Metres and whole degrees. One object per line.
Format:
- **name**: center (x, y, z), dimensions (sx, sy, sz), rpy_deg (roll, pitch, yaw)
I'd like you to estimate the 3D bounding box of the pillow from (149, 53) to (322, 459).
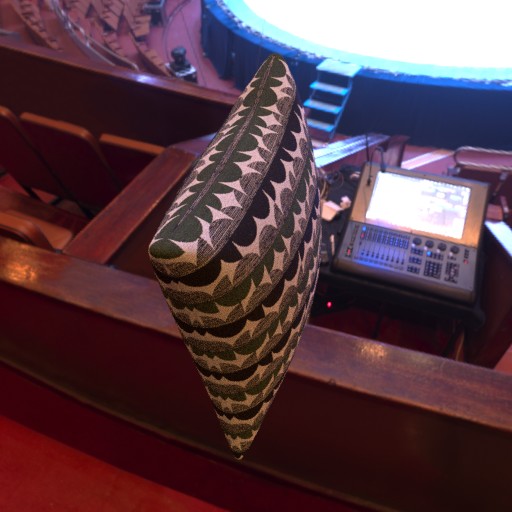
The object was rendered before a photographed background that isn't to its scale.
- **pillow**: center (0.000, 0.000, 0.628), dimensions (0.180, 0.404, 0.419), rpy_deg (11, 47, 10)
